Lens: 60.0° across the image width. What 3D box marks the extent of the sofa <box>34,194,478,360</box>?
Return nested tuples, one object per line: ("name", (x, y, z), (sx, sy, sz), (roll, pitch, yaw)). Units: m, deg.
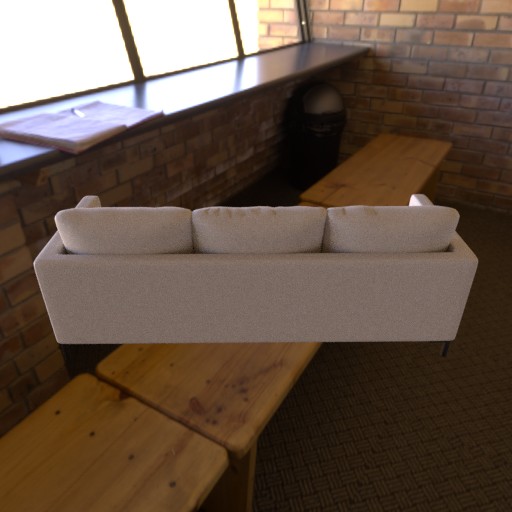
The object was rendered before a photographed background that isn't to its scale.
("sofa", (0.000, 0.000, 2.659), (2.218, 0.874, 0.859), (0, 32, -1))
